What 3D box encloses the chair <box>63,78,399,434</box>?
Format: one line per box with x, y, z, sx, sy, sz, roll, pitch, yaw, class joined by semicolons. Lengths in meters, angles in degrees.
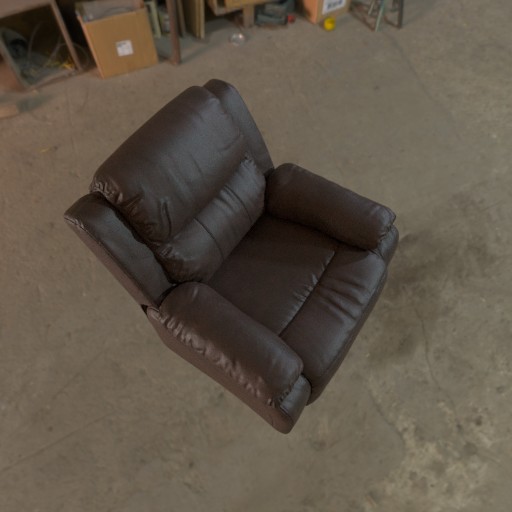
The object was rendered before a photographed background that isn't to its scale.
0.000;0.000;1.278;0.707;0.702;0.680;30;64;16;chair
